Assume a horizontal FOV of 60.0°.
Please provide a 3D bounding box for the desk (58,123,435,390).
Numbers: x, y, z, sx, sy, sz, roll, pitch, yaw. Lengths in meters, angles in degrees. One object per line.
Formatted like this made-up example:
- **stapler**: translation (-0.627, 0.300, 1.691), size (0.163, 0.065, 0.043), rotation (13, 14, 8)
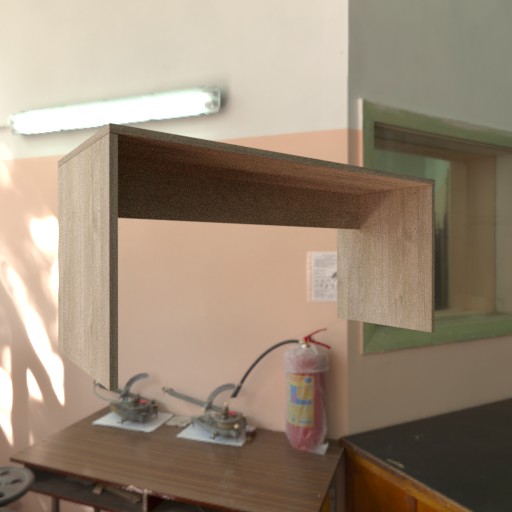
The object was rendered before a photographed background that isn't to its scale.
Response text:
- **desk**: translation (0.000, 0.000, 2.037), size (1.600, 0.752, 0.802), rotation (0, 0, -36)
